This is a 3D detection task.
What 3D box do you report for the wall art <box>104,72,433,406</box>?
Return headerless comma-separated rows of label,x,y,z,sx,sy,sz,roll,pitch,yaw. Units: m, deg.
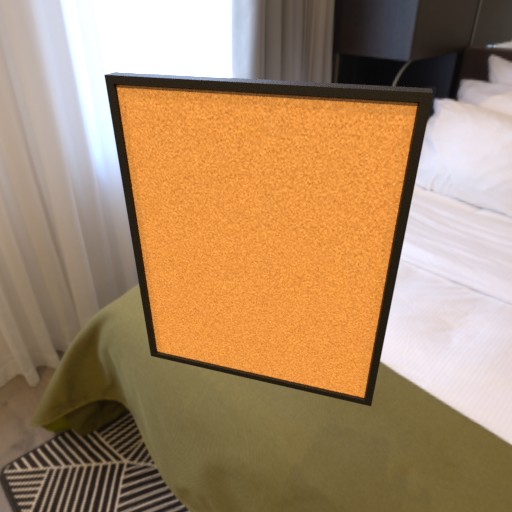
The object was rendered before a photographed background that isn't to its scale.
wall art,0.000,0.000,0.751,0.457,0.559,0.029,9,32,14
